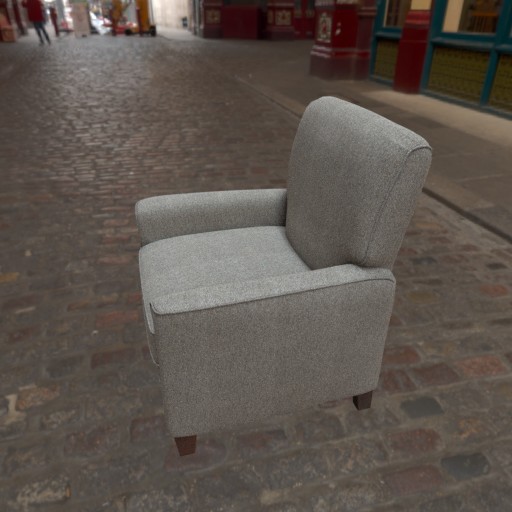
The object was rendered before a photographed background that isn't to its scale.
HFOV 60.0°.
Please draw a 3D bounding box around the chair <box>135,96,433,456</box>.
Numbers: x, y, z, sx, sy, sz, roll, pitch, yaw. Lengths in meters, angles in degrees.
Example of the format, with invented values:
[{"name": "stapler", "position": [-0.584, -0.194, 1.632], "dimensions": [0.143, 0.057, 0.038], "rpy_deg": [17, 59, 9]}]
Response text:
[{"name": "chair", "position": [0.000, 0.000, 1.645], "dimensions": [0.858, 1.028, 0.841], "rpy_deg": [-9, 31, -14]}]
